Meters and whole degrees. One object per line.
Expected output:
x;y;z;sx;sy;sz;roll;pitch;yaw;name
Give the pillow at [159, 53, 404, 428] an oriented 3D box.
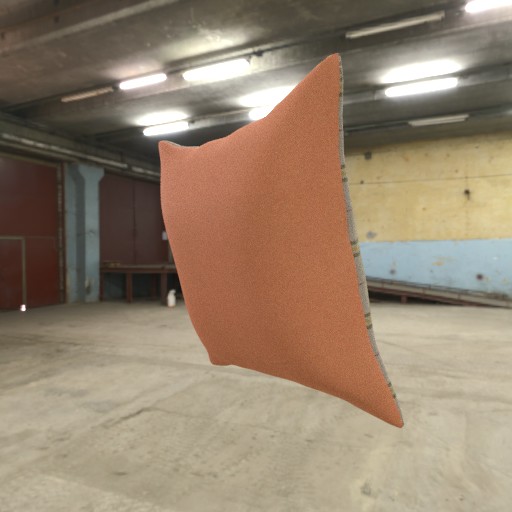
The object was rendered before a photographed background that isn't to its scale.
0.000;0.000;0.680;0.200;0.430;0.453;0;0;-36;pillow
